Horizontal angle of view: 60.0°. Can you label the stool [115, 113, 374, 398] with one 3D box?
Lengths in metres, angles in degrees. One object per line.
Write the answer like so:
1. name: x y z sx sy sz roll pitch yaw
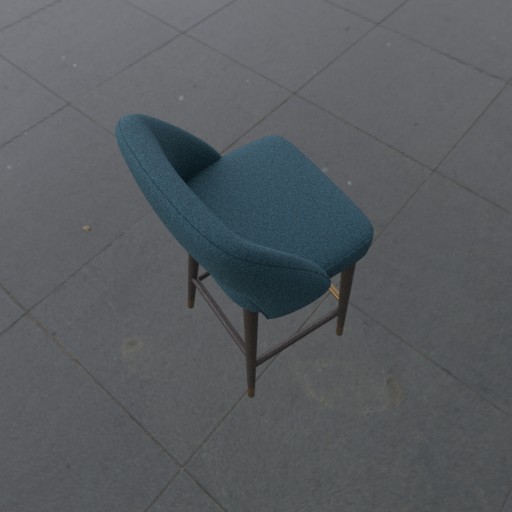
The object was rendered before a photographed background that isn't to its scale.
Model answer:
1. stool: 0.000 0.000 1.333 0.522 1.032 0.536 -31 63 -18
